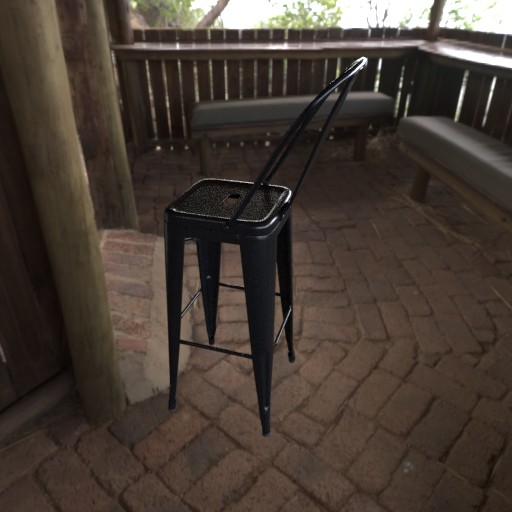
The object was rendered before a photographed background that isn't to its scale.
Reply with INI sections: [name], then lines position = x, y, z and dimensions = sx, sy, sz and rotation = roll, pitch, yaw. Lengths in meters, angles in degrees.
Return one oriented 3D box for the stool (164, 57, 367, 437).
[stool]
position = 0.000, 0.000, 1.324
dimensions = 0.513, 1.096, 0.399
rotation = 9, 31, 15
